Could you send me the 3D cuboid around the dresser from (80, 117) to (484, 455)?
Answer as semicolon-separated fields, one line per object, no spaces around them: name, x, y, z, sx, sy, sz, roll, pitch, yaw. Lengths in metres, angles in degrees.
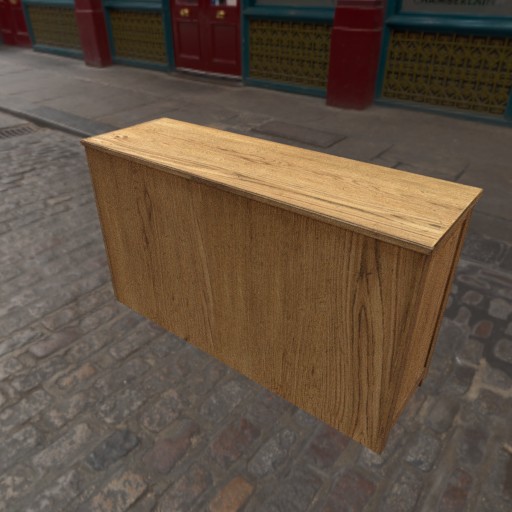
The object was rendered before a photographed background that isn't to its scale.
dresser;0.000;0.000;2.076;1.657;0.932;0.563;22;37;32
